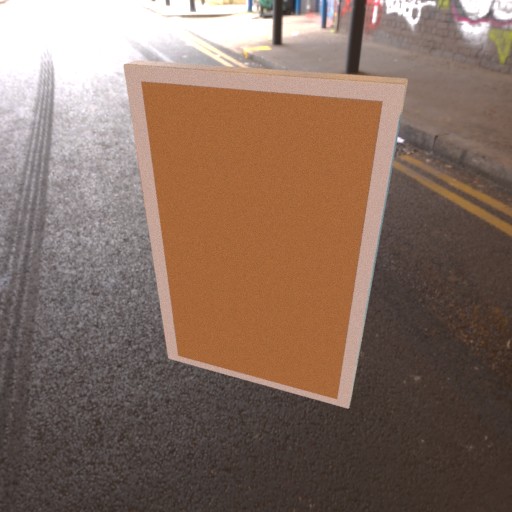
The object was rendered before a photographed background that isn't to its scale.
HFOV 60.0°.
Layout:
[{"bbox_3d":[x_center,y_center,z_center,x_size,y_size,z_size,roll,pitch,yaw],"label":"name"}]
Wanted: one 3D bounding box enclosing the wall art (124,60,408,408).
[{"bbox_3d":[0.000,0.000,0.775,0.401,0.610,0.038,11,35,16],"label":"wall art"}]
